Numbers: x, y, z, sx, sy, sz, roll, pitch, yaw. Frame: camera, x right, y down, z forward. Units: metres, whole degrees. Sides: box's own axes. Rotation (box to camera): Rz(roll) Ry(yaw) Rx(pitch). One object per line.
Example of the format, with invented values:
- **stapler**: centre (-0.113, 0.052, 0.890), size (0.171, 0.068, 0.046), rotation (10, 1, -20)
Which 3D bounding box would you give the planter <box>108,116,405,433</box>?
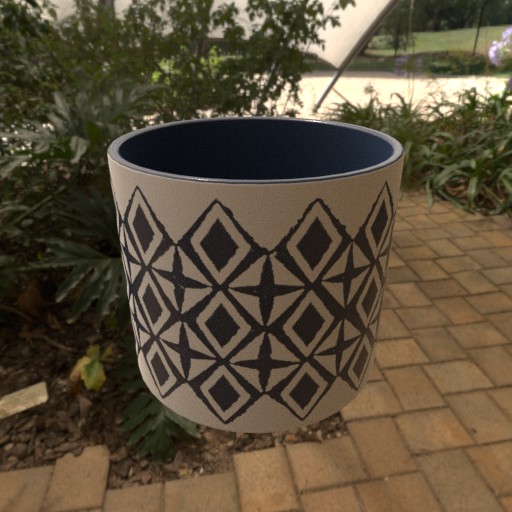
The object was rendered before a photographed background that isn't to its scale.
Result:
- **planter**: centre (0.000, 0.000, 0.391), size (0.224, 0.203, 0.224), rotation (0, 27, 0)
